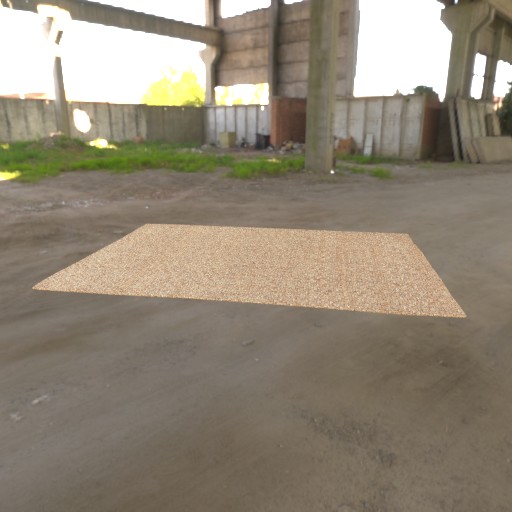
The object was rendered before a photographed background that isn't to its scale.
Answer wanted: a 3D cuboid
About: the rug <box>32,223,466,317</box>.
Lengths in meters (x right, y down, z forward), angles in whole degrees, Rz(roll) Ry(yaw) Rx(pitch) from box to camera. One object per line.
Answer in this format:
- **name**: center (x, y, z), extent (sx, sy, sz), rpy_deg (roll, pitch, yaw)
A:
- **rug**: center (0.000, 0.000, 2.855), extent (2.141, 0.013, 1.566), rpy_deg (3, 17, 9)
